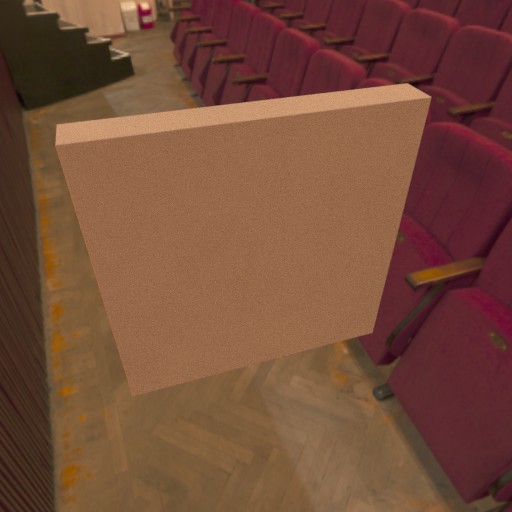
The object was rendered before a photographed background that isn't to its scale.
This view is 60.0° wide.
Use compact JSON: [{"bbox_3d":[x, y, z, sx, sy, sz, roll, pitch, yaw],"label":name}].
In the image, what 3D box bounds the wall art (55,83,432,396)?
[{"bbox_3d":[0.000,0.000,0.454,0.305,0.305,0.038,-12,41,-14],"label":"wall art"}]
